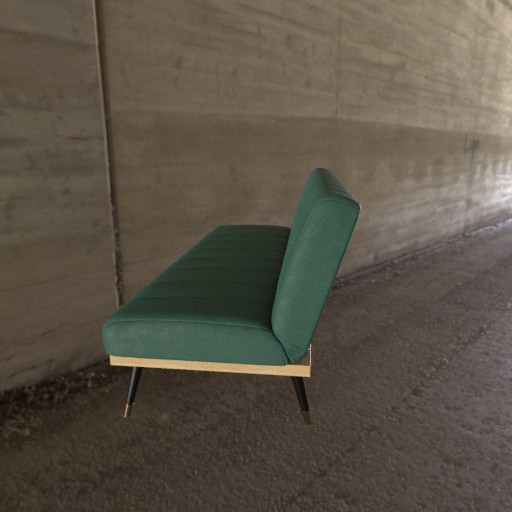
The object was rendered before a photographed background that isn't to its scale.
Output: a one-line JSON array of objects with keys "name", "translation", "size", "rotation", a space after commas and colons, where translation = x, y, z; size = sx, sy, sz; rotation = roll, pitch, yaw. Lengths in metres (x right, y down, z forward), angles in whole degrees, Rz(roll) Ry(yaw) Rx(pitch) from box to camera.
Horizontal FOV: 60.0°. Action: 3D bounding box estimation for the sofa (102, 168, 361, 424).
[{"name": "sofa", "translation": [0.000, 0.000, 2.265], "size": [0.830, 0.820, 1.810], "rotation": [2, 14, 7]}]
